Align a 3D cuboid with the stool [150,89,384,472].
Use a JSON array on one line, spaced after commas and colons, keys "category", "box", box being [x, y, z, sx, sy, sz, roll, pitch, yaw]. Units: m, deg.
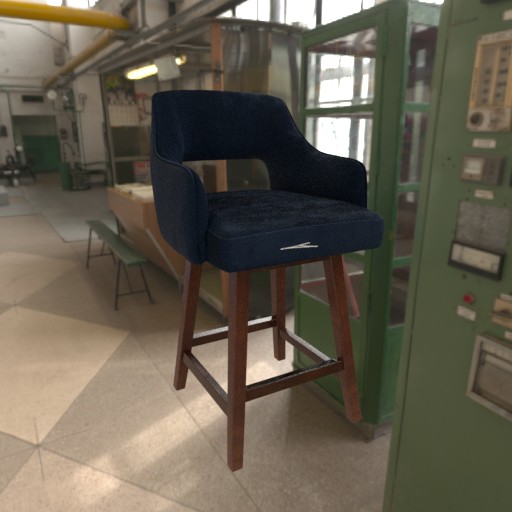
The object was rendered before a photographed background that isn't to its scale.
[{"category": "stool", "box": [0.000, 0.000, 1.287, 0.550, 0.940, 0.560, -9, 18, -28]}]
